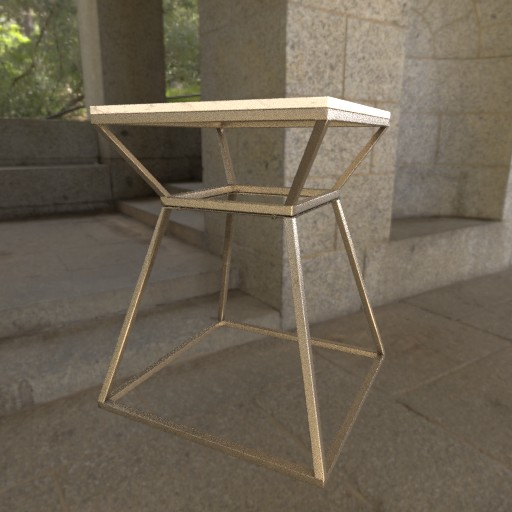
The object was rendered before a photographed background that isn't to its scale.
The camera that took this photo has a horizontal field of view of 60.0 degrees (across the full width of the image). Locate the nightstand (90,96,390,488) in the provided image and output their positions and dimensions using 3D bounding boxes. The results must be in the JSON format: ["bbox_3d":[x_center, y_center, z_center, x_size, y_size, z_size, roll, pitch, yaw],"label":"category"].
[{"bbox_3d":[0.000,0.000,0.881,0.455,0.554,0.455,7,17,26],"label":"nightstand"}]
